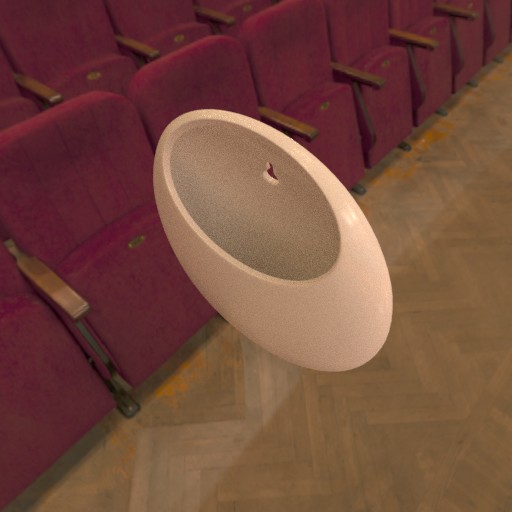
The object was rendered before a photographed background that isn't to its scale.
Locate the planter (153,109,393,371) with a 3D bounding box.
[{"bbox_3d":[0.000,0.000,0.280,0.185,0.188,0.043,32,54,26],"label":"planter"}]
